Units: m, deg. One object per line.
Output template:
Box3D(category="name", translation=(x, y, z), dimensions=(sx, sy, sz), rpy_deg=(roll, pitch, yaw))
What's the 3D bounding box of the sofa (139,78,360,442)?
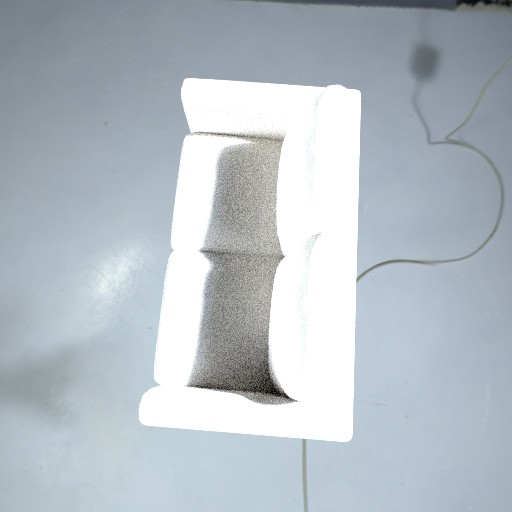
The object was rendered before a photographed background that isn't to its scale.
Box3D(category="sofa", translation=(0.000, 0.000, 1.975), dimensions=(0.796, 0.908, 1.430), rpy_deg=(4, 76, 1))
